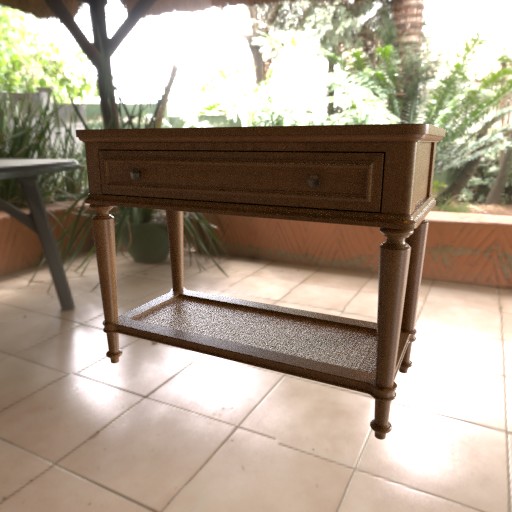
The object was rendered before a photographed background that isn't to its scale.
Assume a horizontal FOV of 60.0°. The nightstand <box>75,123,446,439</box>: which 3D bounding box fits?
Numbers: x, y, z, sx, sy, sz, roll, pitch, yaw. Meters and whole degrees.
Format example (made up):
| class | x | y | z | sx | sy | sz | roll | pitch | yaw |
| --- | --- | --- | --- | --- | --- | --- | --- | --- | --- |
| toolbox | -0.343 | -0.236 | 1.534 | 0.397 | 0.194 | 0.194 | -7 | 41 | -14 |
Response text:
| class | x | y | z | sx | sy | sz | roll | pitch | yaw |
| --- | --- | --- | --- | --- | --- | --- | --- | --- | --- |
| nightstand | 0.000 | 0.000 | 1.278 | 0.914 | 0.700 | 0.432 | 7 | 16 | 26 |
